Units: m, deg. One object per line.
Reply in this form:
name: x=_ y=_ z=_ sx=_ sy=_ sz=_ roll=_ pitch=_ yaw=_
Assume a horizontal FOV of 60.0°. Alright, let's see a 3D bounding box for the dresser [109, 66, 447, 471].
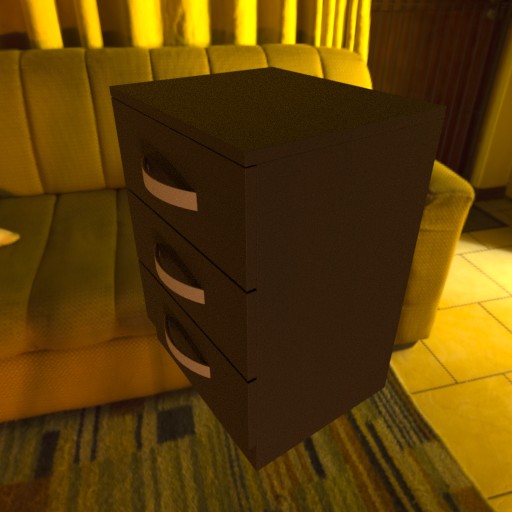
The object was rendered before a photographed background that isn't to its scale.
dresser: x=0.000 y=0.000 z=0.808 sx=0.360 sy=0.560 sz=0.400 roll=-20 pitch=37 yaw=-29
